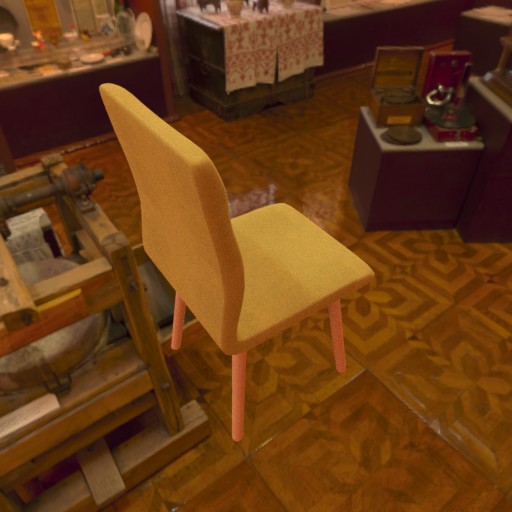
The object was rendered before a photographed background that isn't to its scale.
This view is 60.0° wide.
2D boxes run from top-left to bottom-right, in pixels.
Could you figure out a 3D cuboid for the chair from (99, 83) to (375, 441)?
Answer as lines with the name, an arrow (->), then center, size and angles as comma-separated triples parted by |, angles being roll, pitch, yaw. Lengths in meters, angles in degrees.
chair -> 0.000, 0.000, 1.274 | 0.550, 0.965, 0.450 | -24, 46, -25
